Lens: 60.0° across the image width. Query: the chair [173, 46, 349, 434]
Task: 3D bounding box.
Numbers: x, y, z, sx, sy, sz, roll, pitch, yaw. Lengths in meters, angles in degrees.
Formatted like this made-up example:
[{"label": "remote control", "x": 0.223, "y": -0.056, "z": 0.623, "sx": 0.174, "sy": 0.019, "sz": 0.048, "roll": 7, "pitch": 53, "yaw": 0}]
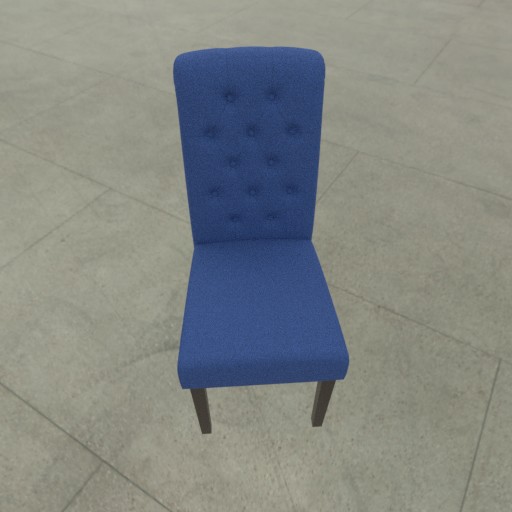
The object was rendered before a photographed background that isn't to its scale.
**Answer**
[{"label": "chair", "x": 0.000, "y": 0.000, "z": 1.341, "sx": 0.456, "sy": 1.006, "sz": 0.671, "roll": -3, "pitch": 46, "yaw": -3}]
